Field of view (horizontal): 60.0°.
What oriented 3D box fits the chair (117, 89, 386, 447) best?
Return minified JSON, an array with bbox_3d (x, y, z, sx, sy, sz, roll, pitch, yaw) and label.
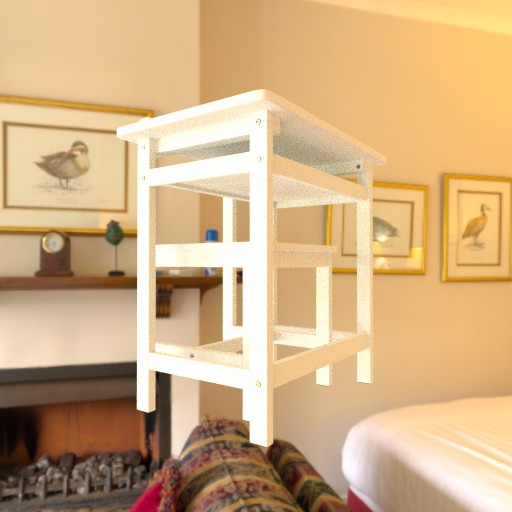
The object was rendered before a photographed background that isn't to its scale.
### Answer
[{"bbox_3d":[0.000,0.000,1.093,0.461,0.673,0.599,0,-1,35],"label":"chair"}]
